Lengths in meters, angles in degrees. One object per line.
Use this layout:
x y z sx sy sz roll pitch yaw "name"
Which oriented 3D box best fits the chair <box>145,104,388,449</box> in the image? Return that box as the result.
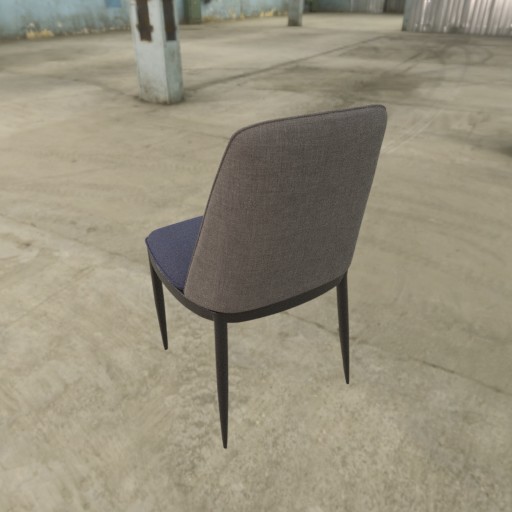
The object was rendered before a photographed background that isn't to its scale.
0.000 0.000 1.194 0.488 0.855 0.550 -17 34 -27 "chair"
